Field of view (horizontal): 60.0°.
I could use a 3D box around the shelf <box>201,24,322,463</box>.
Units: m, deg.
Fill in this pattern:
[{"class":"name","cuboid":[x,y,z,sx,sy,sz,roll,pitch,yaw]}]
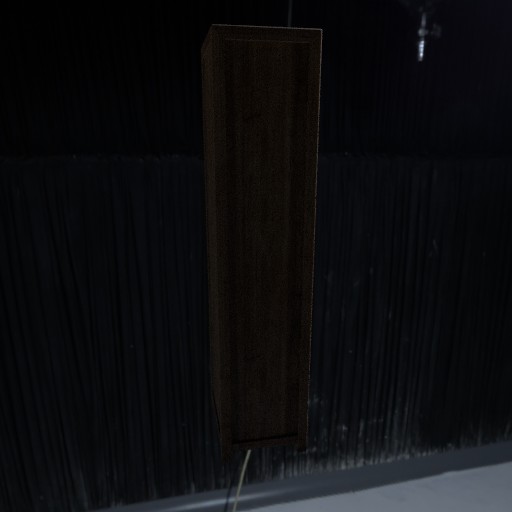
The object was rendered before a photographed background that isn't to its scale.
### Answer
[{"class":"shelf","cuboid":[0.000,0.000,2.134,0.428,1.900,0.500,-3,16,-11]}]
